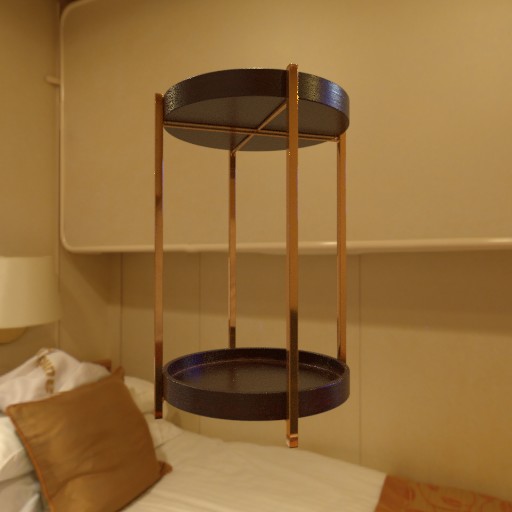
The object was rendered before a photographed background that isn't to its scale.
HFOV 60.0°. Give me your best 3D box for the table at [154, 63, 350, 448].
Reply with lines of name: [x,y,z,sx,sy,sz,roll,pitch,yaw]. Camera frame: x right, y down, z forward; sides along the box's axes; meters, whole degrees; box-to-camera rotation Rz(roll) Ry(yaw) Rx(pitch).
table: [0.000,0.000,0.894,0.400,0.610,0.400,0,0,-18]
